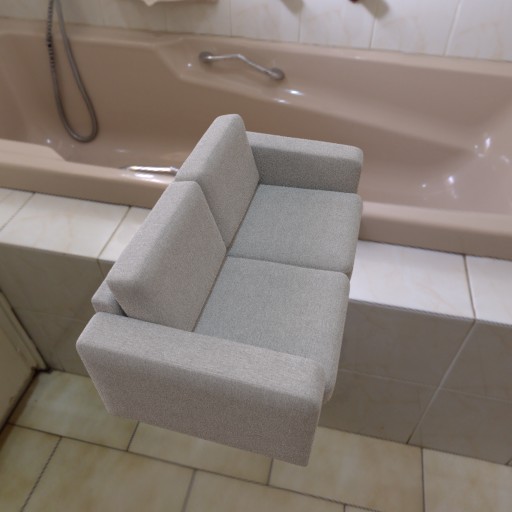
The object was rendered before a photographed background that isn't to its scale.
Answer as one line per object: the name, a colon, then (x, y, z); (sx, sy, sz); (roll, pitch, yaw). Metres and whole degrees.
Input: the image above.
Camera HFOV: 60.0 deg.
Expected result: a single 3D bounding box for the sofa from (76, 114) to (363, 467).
sofa: (0.000, 0.000, 2.074); (0.900, 0.800, 1.540); (11, 46, 11)
